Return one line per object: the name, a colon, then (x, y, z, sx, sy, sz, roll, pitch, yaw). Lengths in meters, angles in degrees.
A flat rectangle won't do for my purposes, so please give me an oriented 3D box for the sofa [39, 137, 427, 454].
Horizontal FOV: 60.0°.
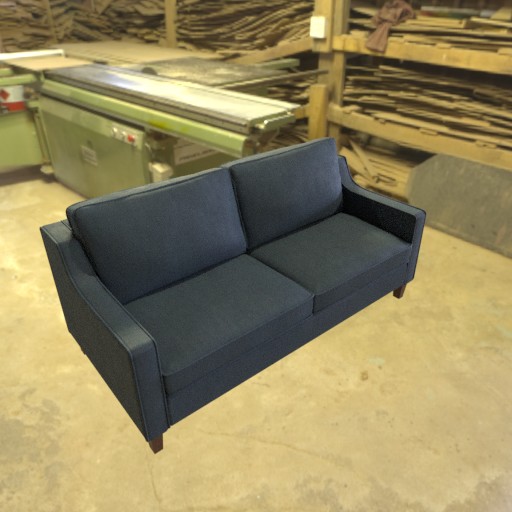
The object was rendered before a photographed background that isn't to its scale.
sofa: (0.000, 0.000, 2.818, 2.178, 1.071, 1.066, -23, 37, -33)
